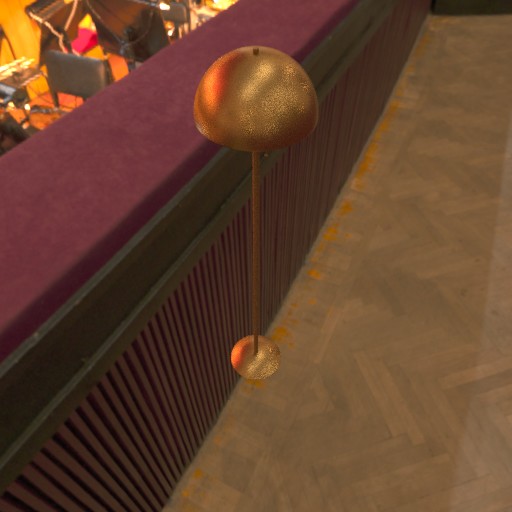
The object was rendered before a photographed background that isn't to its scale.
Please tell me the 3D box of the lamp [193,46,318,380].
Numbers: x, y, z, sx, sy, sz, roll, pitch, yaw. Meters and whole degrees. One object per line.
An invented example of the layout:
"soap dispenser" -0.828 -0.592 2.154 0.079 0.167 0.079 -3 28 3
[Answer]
"lamp" 0.000 0.000 1.597 0.328 1.480 0.328 24 53 19
